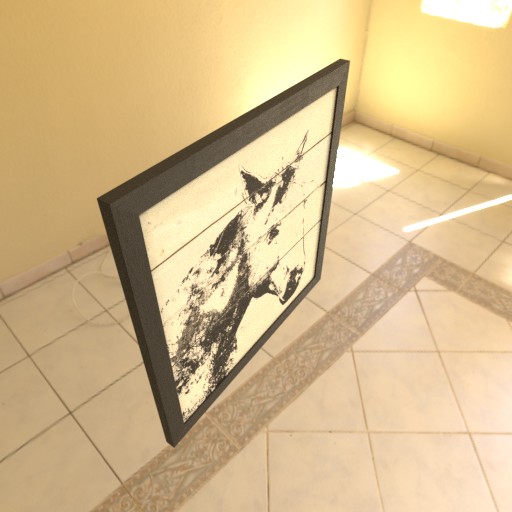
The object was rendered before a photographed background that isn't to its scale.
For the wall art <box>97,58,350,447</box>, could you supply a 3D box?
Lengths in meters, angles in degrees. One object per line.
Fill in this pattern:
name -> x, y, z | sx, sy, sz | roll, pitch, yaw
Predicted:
wall art -> 0.000, 0.000, 1.504 | 0.038, 1.016, 1.016 | 26, 48, 26
